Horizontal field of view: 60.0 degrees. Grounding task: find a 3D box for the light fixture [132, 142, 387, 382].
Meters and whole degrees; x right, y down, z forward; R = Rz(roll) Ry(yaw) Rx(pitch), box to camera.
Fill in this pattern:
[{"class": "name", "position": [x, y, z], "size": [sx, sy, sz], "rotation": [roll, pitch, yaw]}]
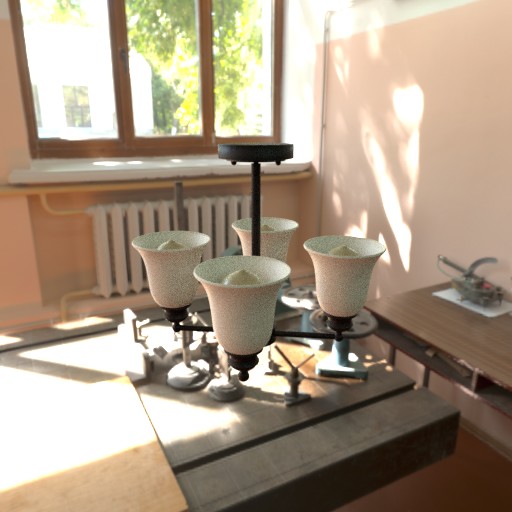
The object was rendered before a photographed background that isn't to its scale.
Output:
[{"class": "light fixture", "position": [0.000, 0.000, 1.887], "size": [1.069, 0.925, 1.069], "rotation": [2, 16, 7]}]
